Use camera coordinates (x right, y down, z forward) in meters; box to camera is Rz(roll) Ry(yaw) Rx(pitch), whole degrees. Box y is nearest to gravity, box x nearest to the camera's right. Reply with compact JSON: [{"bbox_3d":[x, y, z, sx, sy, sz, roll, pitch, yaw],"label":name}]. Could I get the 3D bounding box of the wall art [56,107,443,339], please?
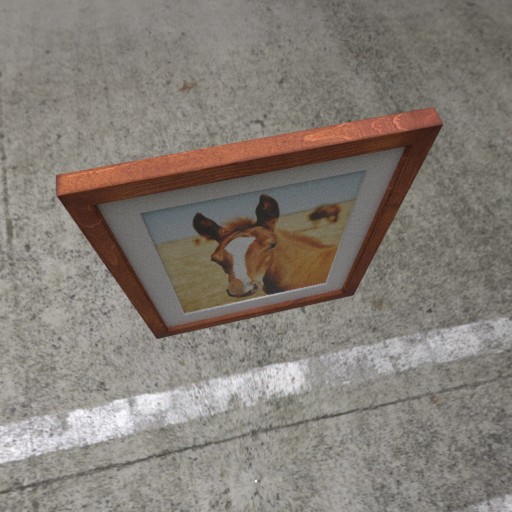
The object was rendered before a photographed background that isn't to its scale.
[{"bbox_3d":[0.000,0.000,0.770,0.462,0.558,0.030,-12,64,-6],"label":"wall art"}]
